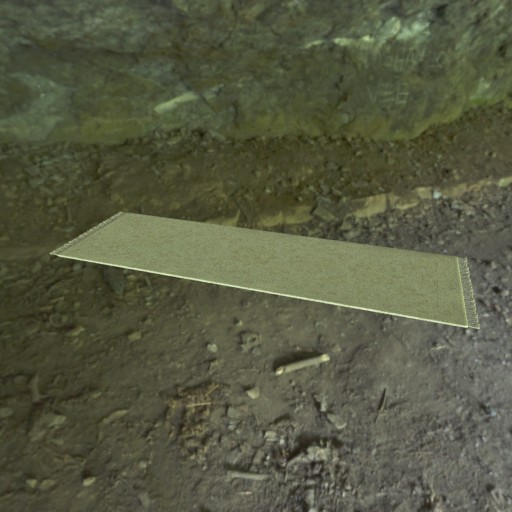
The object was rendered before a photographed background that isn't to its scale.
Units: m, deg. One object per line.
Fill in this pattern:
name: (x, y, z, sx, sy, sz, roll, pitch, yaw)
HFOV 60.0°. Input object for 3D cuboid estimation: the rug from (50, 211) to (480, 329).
rug: (0.000, 0.000, 2.836, 2.544, 0.015, 0.795, 9, 28, 17)
